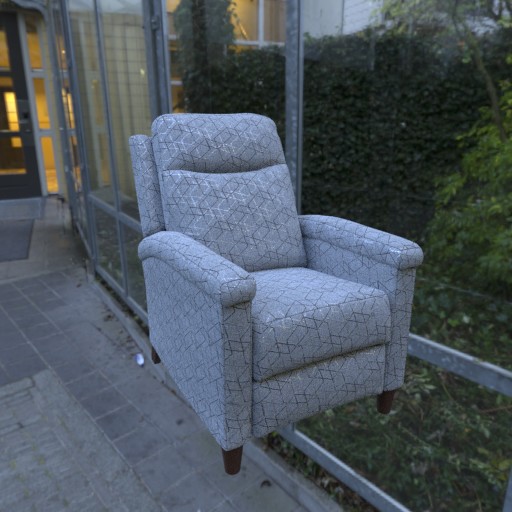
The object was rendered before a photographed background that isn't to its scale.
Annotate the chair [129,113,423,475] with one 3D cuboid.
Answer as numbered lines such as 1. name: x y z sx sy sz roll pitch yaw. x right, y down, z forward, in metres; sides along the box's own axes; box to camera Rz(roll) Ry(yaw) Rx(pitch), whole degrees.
1. chair: 0.000 0.000 1.696 0.753 1.048 0.987 -9 19 -27
